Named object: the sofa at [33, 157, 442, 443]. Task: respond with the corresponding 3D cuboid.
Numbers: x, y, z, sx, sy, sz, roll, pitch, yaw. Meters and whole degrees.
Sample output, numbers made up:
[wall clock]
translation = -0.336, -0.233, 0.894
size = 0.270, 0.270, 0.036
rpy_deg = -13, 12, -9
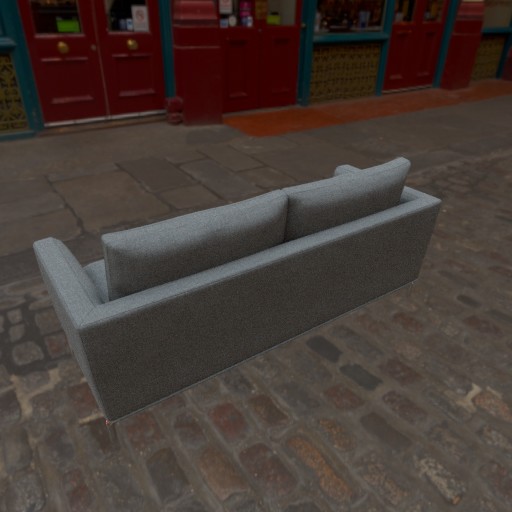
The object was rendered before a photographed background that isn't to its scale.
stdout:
[sofa]
translation = 0.000, 0.000, 2.622
size = 2.212, 1.002, 0.869
rpy_deg = -19, 35, -29
